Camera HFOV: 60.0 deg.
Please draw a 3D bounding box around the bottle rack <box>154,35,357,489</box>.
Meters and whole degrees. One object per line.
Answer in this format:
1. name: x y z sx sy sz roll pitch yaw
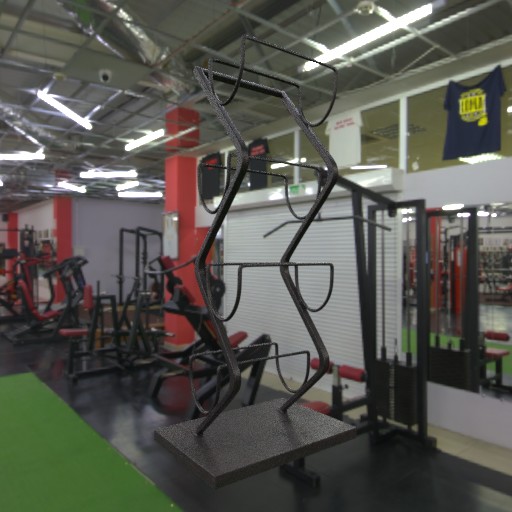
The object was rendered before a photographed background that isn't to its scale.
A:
1. bottle rack: 0.000 0.000 0.675 0.254 0.559 0.178 0 0 -36
